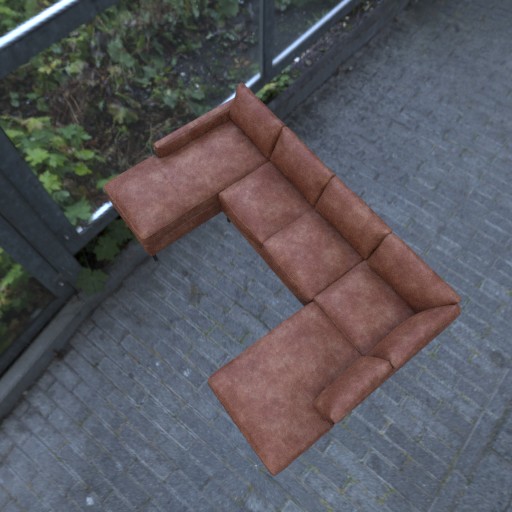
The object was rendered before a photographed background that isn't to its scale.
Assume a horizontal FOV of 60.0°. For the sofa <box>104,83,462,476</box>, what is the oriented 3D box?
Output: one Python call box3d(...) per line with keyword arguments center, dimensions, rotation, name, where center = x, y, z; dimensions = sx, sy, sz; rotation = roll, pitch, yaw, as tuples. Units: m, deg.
box3d(center=(0.000, 0.000, 3.921), dimensions=(1.939, 0.900, 2.956), rotation=(-35, 69, -15), name="sofa")
